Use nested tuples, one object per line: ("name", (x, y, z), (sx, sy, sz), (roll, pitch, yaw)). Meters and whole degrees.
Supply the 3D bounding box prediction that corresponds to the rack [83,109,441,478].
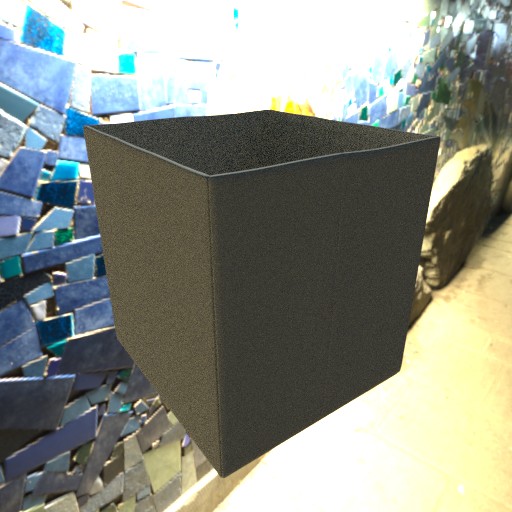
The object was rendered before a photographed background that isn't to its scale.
("rack", (0.000, 0.000, 0.505), (0.270, 0.280, 0.270), (-17, 30, -32))
